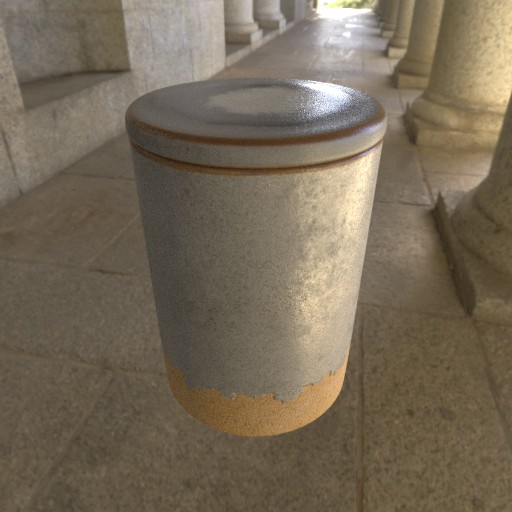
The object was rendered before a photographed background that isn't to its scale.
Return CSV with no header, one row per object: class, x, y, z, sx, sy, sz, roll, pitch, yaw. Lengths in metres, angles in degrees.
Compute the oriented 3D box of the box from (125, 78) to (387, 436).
box,0.000,0.000,0.247,0.118,0.168,0.118,0,32,0
